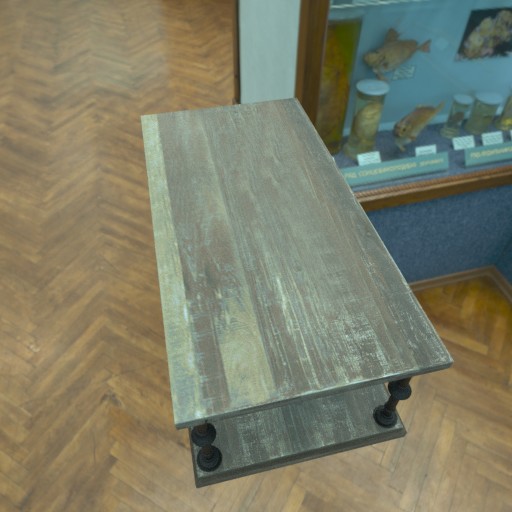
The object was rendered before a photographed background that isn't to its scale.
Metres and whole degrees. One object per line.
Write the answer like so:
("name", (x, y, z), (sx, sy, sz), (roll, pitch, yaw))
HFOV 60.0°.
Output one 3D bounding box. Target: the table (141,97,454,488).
("table", (0.000, 0.000, 1.343), (0.554, 0.399, 1.088), (-10, 48, -9))
